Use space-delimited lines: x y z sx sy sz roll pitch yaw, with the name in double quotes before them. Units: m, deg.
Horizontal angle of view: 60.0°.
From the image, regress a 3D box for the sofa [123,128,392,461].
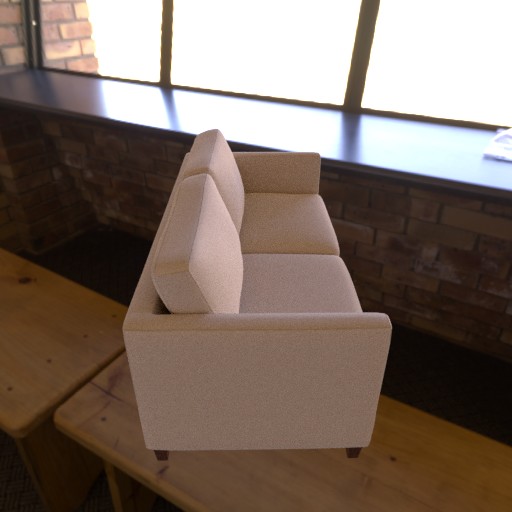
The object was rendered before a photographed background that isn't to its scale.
"sofa" 0.000 0.000 2.203 0.873 0.888 1.722 0 31 -1
